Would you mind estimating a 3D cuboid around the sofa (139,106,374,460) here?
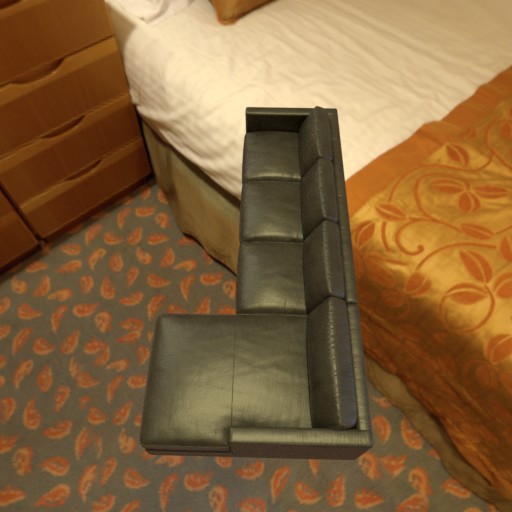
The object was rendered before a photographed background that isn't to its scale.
[{"bbox_3d":[0.000,0.000,3.919,1.581,0.883,3.203,1,58,1],"label":"sofa"}]
